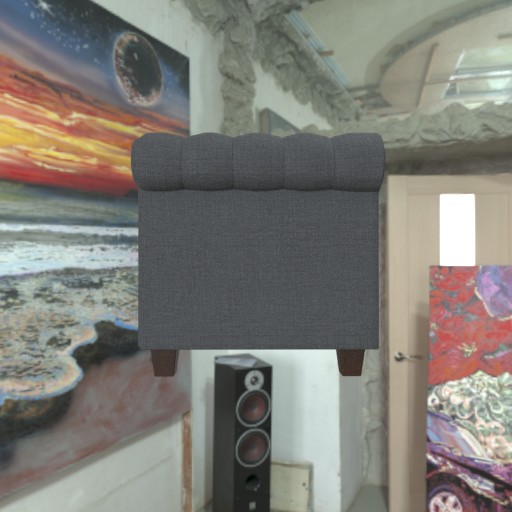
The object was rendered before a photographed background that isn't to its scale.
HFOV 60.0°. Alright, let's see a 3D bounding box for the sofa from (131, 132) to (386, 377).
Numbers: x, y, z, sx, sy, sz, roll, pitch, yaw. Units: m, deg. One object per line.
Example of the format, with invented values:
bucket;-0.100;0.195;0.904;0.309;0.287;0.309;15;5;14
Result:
sofa;0.000;0.000;2.216;0.783;0.797;1.798;0;0;0
